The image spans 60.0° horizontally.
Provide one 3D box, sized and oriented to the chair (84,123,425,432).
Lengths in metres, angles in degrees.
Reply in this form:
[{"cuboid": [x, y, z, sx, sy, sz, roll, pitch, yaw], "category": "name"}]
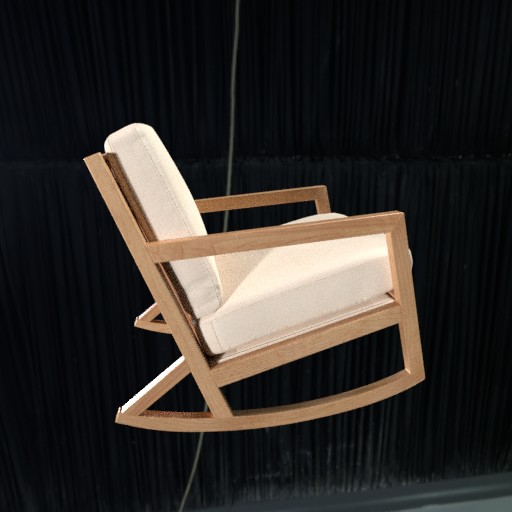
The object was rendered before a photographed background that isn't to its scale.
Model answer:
[{"cuboid": [0.000, 0.000, 1.393, 0.857, 0.790, 0.622, -3, 16, -10], "category": "chair"}]
